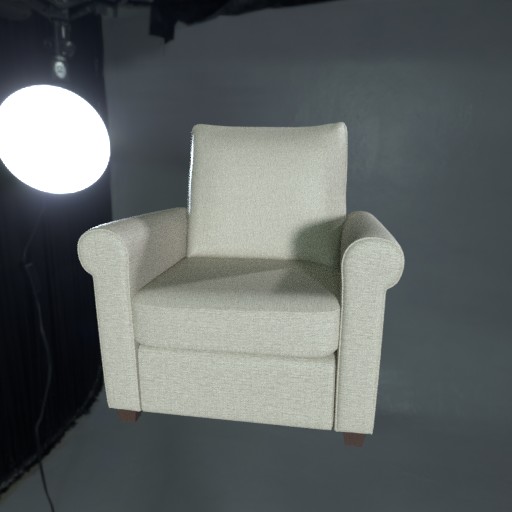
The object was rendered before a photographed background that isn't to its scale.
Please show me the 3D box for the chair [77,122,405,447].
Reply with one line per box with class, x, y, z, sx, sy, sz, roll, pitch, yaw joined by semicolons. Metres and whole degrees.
chair;0.000;0.000;2.262;1.275;1.349;1.180;2;13;10
